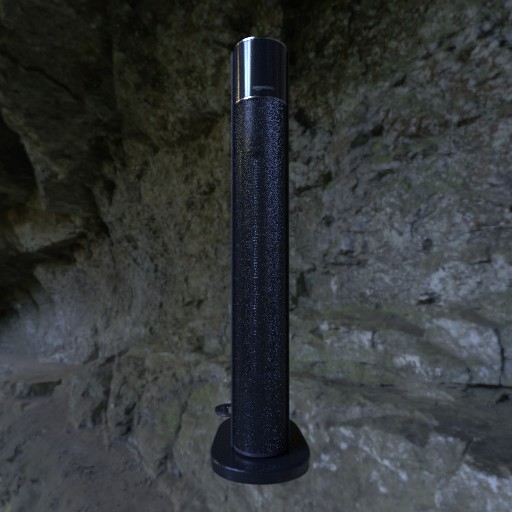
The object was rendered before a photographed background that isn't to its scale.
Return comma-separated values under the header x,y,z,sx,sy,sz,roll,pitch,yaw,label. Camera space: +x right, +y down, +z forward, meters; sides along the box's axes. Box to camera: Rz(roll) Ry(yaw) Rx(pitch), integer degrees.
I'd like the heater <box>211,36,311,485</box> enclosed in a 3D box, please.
x,y,z,sx,sy,sz,roll,pitch,yaw,label
0.000,0.000,1.043,0.214,0.856,0.458,0,-1,-2,heater
